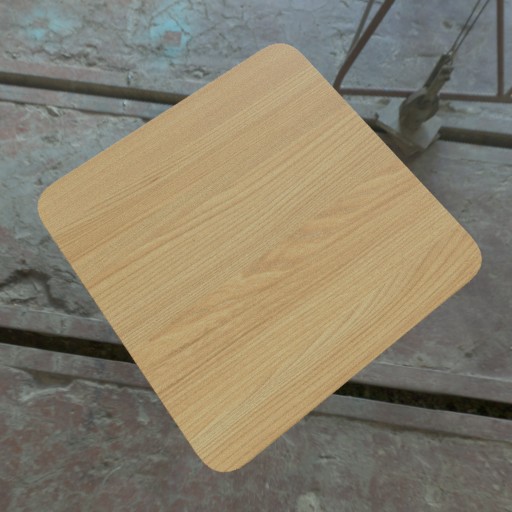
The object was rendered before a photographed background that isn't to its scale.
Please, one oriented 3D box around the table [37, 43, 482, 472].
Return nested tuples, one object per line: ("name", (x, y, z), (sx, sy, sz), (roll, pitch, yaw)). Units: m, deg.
("table", (0.000, 0.000, 1.214), (0.750, 0.450, 0.750), (-36, 78, -9))
